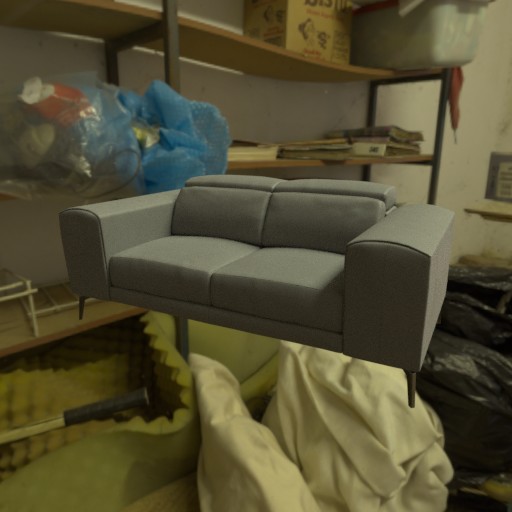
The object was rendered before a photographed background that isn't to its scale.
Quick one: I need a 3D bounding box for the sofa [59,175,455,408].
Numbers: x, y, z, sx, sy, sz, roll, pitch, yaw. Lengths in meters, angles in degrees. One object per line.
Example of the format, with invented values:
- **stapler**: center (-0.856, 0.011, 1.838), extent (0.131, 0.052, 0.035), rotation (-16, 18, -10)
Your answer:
- **sofa**: center (0.000, 0.000, 2.402), extent (1.895, 0.779, 1.003), rotation (8, 17, 27)
